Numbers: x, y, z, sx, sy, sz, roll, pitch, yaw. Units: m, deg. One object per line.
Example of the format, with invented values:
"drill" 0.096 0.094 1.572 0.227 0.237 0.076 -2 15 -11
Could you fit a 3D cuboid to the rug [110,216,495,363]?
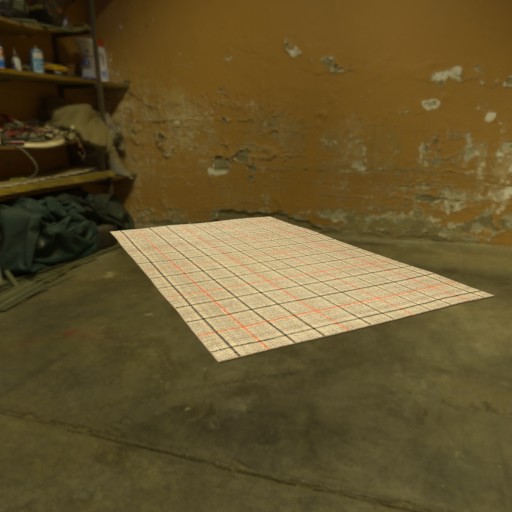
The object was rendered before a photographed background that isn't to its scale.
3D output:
"rug" 0.000 0.000 2.996 1.524 0.015 2.439 -8 17 -25
